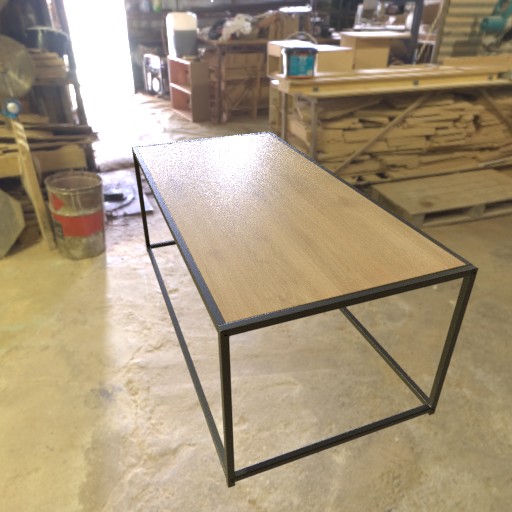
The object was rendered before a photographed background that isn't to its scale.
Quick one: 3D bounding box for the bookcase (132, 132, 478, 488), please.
[{"bbox_3d":[0.000,0.000,1.245,0.500,0.400,1.000,-11,32,-18],"label":"bookcase"}]
